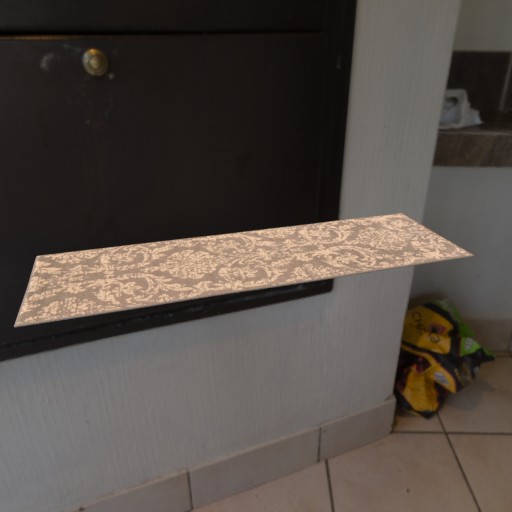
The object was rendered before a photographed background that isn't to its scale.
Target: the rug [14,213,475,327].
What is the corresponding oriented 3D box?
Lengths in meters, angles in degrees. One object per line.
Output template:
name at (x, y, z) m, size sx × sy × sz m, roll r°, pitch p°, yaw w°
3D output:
rug at (0.000, 0.000, 2.319) m, size 2.196 × 0.011 × 0.662 m, roll -8°, pitch 27°, yaw -15°
